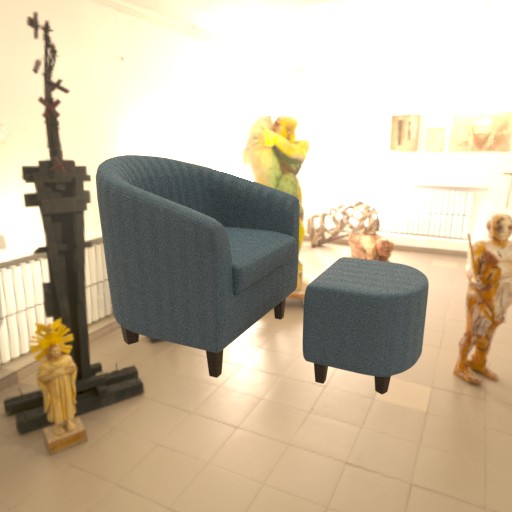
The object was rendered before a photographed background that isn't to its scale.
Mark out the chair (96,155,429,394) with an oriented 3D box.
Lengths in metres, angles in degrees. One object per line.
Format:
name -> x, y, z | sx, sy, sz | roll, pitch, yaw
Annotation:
chair -> 0.000, 0.000, 1.750 | 1.288, 0.757, 0.756 | 7, 17, 25
